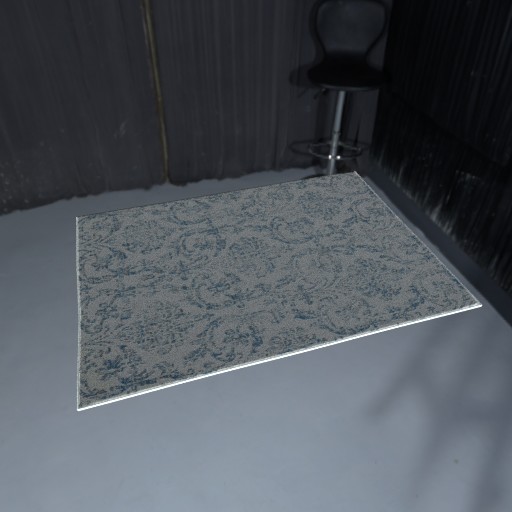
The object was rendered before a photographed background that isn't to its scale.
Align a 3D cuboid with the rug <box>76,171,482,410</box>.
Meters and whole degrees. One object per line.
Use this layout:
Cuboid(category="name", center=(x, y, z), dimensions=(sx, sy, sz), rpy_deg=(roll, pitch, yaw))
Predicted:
Cuboid(category="rug", center=(0.000, 0.000, 2.843), dimensions=(2.197, 0.014, 1.586), rpy_deg=(-11, 42, -13))
